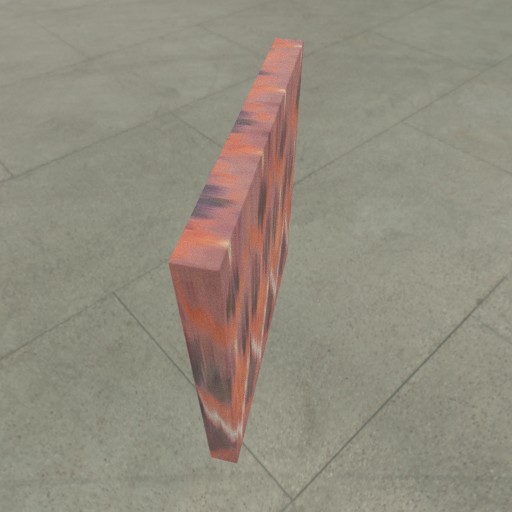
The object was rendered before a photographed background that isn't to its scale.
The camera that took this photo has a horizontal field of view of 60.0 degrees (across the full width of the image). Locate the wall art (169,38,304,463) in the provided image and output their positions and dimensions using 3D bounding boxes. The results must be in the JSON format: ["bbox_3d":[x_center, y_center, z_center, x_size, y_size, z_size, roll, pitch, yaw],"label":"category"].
[{"bbox_3d":[0.000,0.000,0.594,0.038,0.406,0.403,9,48,8],"label":"wall art"}]
